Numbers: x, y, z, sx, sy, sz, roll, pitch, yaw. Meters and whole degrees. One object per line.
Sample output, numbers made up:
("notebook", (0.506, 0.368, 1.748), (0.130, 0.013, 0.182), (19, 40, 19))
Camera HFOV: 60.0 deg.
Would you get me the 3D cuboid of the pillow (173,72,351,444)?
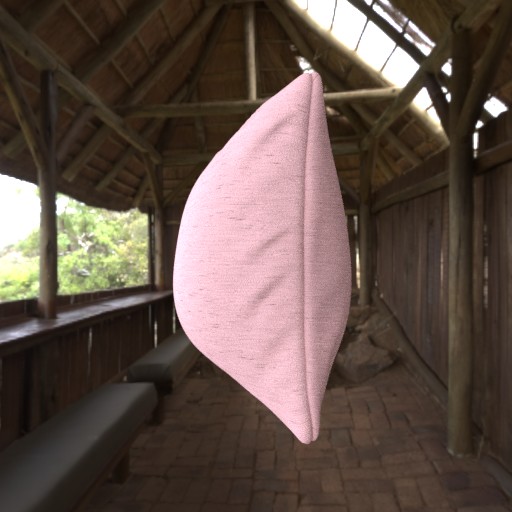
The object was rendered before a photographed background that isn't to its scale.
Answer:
("pillow", (0.000, 0.000, 0.688), (0.246, 0.415, 0.432), (0, 1, -17))
